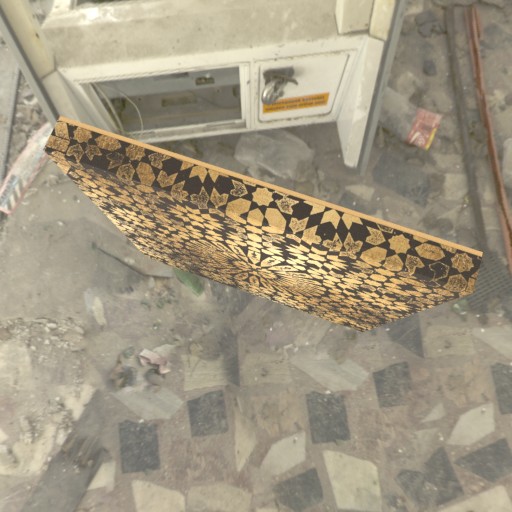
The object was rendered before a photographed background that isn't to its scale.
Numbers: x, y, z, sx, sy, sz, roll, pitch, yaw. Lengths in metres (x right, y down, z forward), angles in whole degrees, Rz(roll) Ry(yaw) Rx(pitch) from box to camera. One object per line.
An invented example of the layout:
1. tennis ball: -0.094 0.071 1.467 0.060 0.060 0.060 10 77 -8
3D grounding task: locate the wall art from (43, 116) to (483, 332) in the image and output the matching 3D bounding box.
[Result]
1. wall art: 0.000 0.000 0.593 0.405 0.405 0.038 19 76 5
